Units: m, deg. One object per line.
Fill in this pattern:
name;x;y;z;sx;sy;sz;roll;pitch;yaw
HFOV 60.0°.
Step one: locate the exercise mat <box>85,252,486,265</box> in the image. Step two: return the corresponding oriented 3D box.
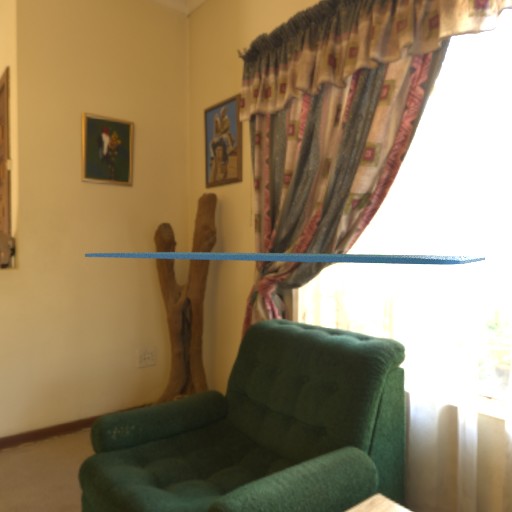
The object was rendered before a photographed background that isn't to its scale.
exercise mat;0.000;0.000;2.073;1.869;0.021;0.616;1;1;36
